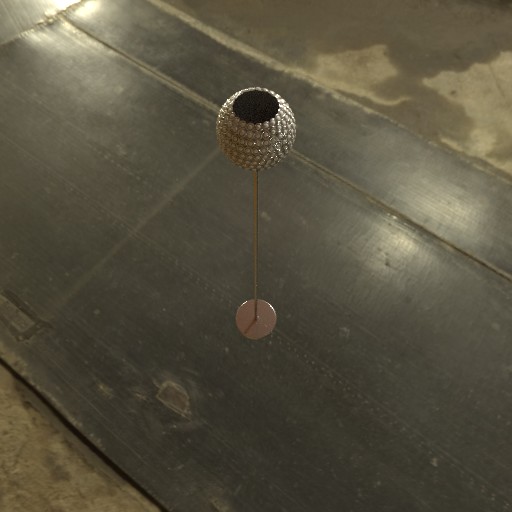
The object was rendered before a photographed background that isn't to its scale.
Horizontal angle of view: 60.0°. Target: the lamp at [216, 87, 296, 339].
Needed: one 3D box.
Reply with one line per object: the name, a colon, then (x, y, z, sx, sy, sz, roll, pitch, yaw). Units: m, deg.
lamp: (0.000, 0.000, 1.996, 0.254, 1.805, 0.254, 0, 63, 0)
